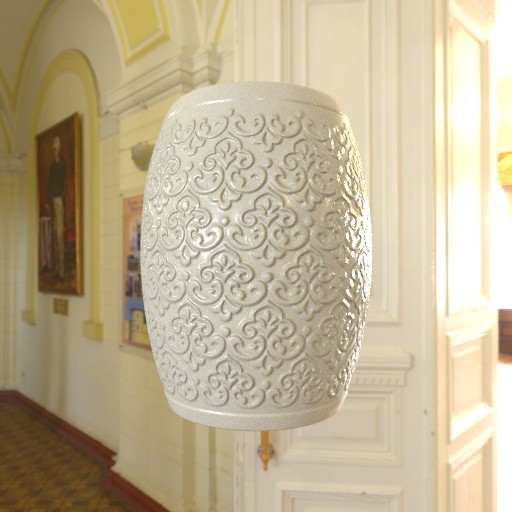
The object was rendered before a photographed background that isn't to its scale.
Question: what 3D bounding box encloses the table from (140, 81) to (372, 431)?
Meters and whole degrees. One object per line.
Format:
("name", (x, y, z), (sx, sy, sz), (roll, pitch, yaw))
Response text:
("table", (0.000, 0.000, 0.611), (0.309, 0.397, 0.309), (0, 0, 0))
